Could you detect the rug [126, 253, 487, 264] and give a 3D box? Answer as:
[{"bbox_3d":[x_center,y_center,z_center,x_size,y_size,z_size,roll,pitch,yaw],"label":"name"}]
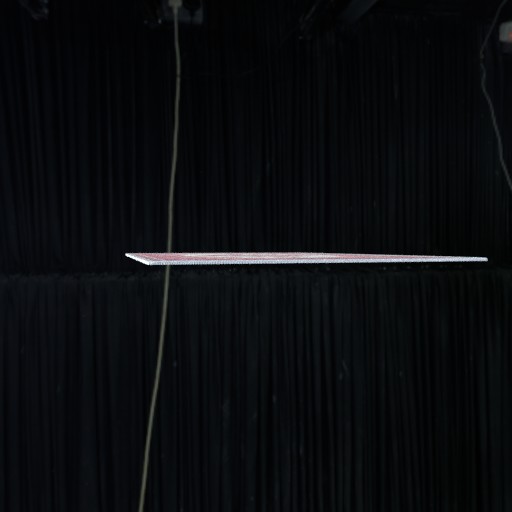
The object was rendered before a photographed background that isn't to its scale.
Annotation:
[{"bbox_3d":[0.000,0.000,2.260,1.217,0.011,1.747,0,1,-18],"label":"rug"}]
